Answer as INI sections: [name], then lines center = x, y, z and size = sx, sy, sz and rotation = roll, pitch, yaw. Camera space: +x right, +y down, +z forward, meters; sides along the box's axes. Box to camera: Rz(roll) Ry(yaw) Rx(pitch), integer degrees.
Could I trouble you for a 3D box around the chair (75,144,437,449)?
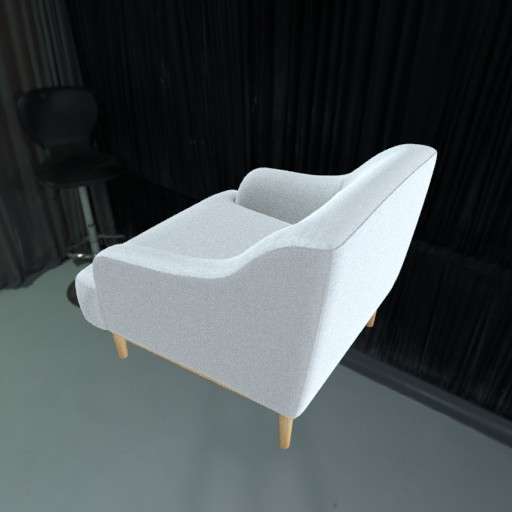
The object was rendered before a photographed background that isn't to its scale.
[chair]
center = 0.000, 0.000, 1.632
size = 0.951, 0.818, 0.946
rotation = 20, 37, 29
